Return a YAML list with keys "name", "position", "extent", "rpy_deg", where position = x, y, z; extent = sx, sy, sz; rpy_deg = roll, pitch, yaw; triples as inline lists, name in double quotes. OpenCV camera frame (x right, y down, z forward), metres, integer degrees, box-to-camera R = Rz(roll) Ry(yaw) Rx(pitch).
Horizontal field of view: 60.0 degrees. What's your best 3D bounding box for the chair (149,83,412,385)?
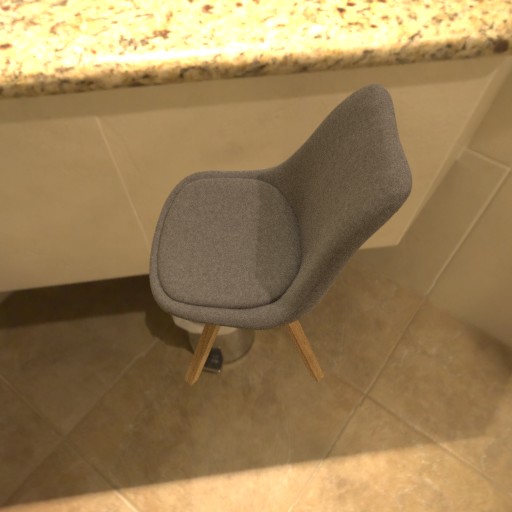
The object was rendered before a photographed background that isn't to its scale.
- name: "chair"
  position: [0.000, 0.000, 1.185]
  extent: [0.550, 0.865, 0.483]
  rpy_deg: [0, 57, 0]
